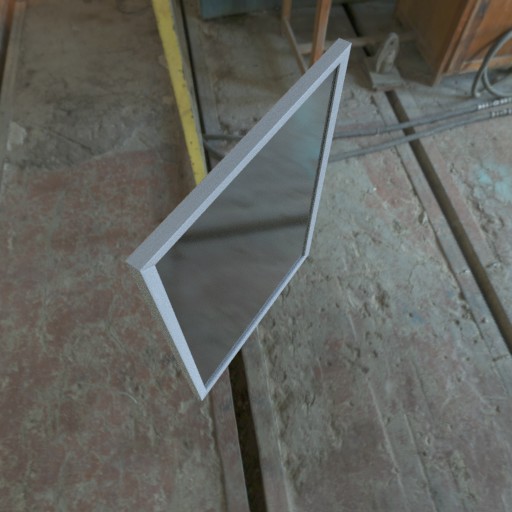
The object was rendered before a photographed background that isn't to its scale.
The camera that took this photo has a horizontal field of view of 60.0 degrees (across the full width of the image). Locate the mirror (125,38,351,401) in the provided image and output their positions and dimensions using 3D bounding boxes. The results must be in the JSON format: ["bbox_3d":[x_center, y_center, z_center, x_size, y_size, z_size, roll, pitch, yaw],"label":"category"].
[{"bbox_3d":[0.000,0.000,1.363,0.040,1.016,0.762,31,64,17],"label":"mirror"}]
